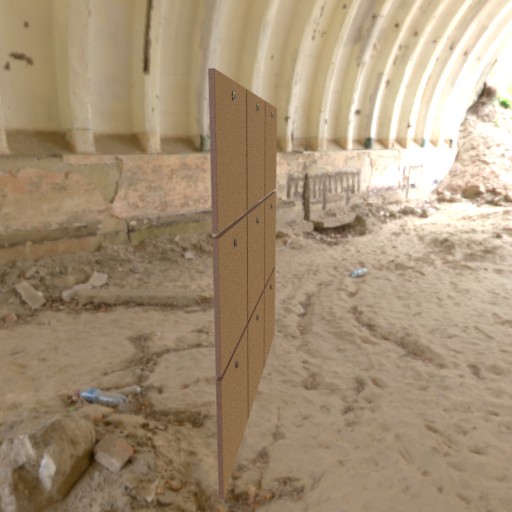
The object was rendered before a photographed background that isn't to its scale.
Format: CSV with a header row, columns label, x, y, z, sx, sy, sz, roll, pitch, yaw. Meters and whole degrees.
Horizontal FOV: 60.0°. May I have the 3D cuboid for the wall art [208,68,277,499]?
label,x,y,z,sx,sy,sz,roll,pitch,yaw
wall art,0.000,0.000,1.780,0.024,1.218,1.221,2,14,9
